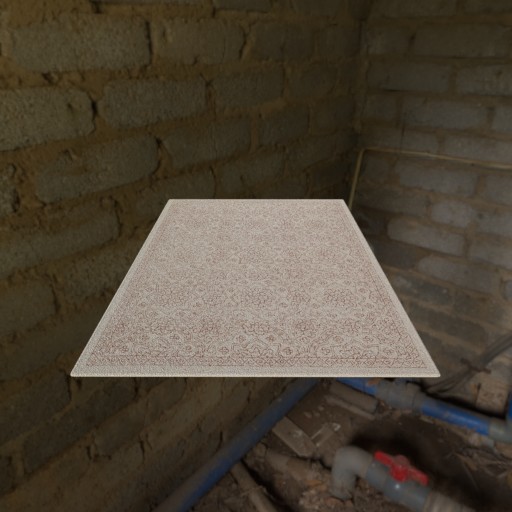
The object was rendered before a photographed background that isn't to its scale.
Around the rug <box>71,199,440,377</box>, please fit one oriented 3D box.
[{"bbox_3d":[0.000,0.000,2.277,1.219,0.010,1.829,0,25,0],"label":"rug"}]
